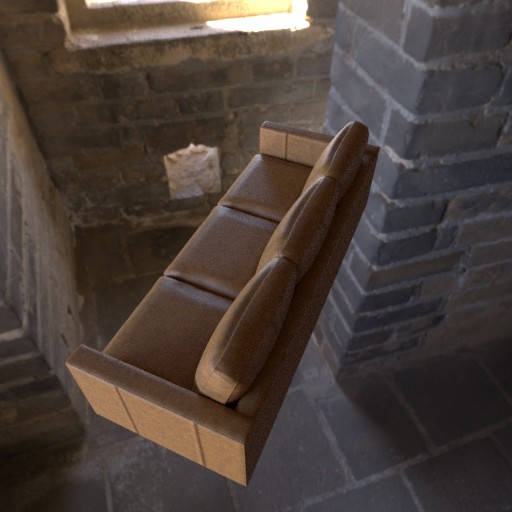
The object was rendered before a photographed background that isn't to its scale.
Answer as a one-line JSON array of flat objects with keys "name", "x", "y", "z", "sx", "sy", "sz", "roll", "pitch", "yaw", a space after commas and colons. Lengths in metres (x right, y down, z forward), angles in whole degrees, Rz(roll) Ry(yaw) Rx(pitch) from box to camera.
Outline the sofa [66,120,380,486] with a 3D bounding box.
[{"name": "sofa", "x": 0.000, "y": 0.000, "z": 2.667, "sx": 0.903, "sy": 0.930, "sz": 2.231, "roll": 18, "pitch": 49, "yaw": 16}]
